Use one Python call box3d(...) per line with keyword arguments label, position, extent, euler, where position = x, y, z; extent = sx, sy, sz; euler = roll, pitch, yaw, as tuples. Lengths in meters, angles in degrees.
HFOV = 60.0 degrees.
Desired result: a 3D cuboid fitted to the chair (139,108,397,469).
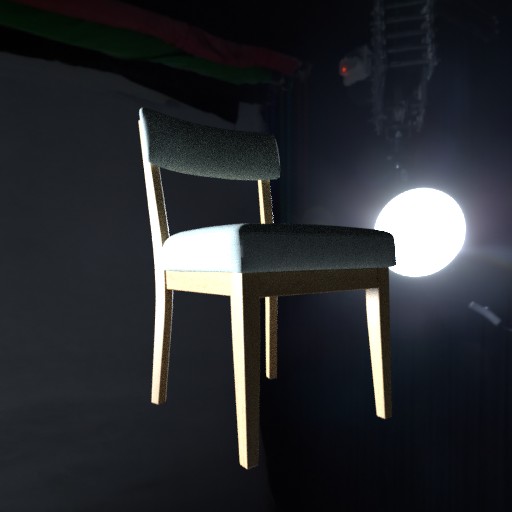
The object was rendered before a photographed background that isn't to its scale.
box3d(label="chair", position=(0.000, 0.000, 1.210), extent=(0.508, 0.832, 0.572), euler=(-1, 1, -37))
